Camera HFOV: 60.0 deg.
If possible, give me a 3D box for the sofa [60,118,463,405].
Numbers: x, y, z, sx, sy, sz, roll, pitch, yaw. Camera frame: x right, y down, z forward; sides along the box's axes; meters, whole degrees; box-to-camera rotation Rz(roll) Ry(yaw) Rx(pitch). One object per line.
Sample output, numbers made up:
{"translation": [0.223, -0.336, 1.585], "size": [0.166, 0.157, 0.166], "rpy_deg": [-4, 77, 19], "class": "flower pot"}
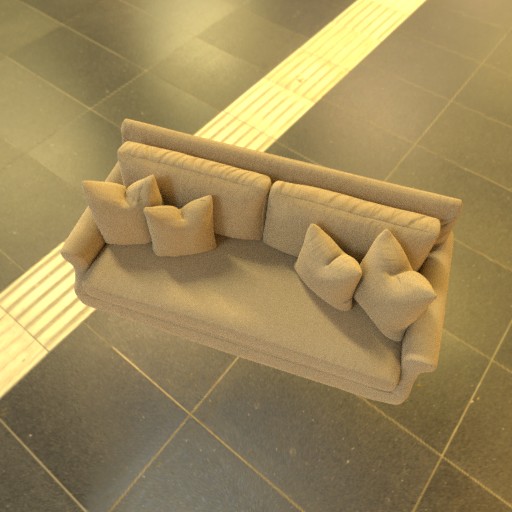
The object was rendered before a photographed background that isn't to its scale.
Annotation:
{"translation": [0.000, 0.000, 2.772], "size": [2.285, 0.904, 1.067], "rpy_deg": [16, 59, 10], "class": "sofa"}
